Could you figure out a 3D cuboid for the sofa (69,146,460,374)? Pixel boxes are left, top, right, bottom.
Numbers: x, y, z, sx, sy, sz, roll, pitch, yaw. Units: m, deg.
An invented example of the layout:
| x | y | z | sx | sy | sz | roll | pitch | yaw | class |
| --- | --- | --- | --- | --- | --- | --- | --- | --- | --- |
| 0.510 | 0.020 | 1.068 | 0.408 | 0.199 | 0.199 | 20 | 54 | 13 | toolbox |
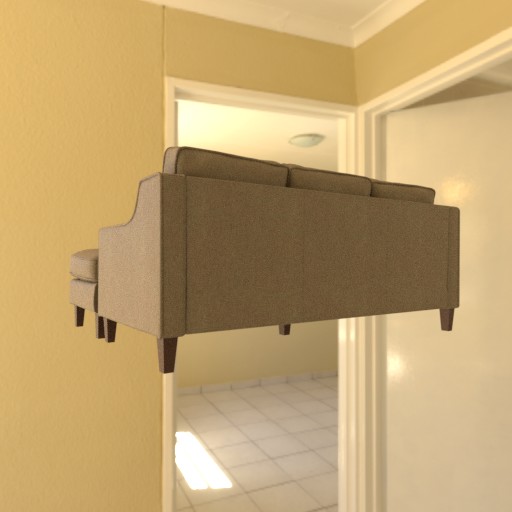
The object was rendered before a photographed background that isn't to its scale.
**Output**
| x | y | z | sx | sy | sz | roll | pitch | yaw | class |
| --- | --- | --- | --- | --- | --- | --- | --- | --- | --- |
| 0.000 | 0.000 | 3.323 | 2.317 | 1.081 | 1.858 | 0 | -1 | -34 | sofa |
